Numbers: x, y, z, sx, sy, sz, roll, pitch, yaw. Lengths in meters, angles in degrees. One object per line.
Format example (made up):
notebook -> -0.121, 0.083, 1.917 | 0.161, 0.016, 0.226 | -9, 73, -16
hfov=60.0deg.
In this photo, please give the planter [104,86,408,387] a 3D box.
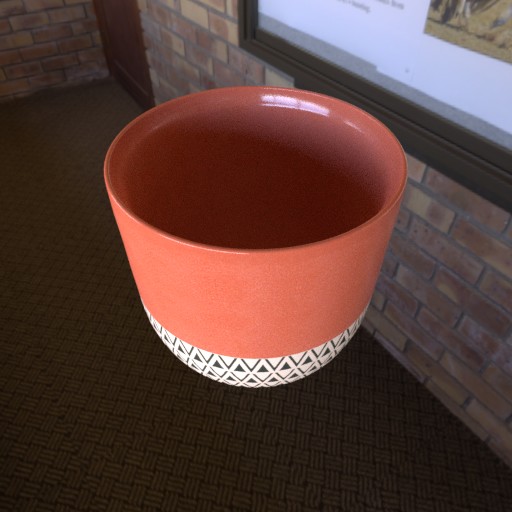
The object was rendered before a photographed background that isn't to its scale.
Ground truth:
planter -> 0.000, 0.000, 0.492 | 0.266, 0.270, 0.266 | 0, 45, 0
